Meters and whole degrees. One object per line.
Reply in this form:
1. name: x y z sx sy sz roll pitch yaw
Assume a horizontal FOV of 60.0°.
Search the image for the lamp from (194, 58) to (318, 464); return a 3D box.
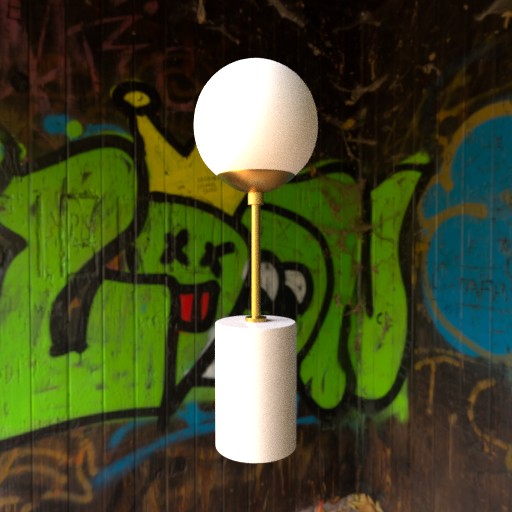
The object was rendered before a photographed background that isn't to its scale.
1. lamp: 0.000 0.000 0.558 0.153 0.480 0.153 0 1 0
